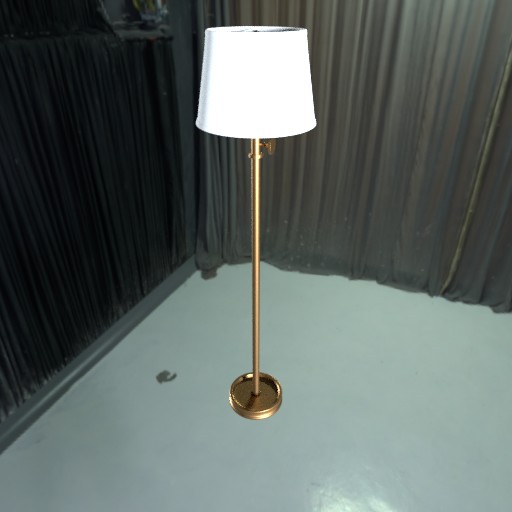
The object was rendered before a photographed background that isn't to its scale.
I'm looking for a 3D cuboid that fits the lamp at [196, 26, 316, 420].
[{"bbox_3d":[0.000,0.000,0.779,0.178,0.710,0.178,0,30,0],"label":"lamp"}]
